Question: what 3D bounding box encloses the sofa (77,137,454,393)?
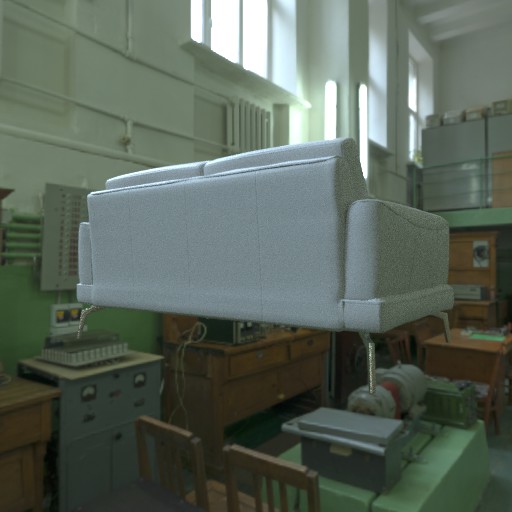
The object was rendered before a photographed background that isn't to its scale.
[{"bbox_3d":[0.000,0.000,2.418,1.819,0.930,1.121,0,-1,36],"label":"sofa"}]
